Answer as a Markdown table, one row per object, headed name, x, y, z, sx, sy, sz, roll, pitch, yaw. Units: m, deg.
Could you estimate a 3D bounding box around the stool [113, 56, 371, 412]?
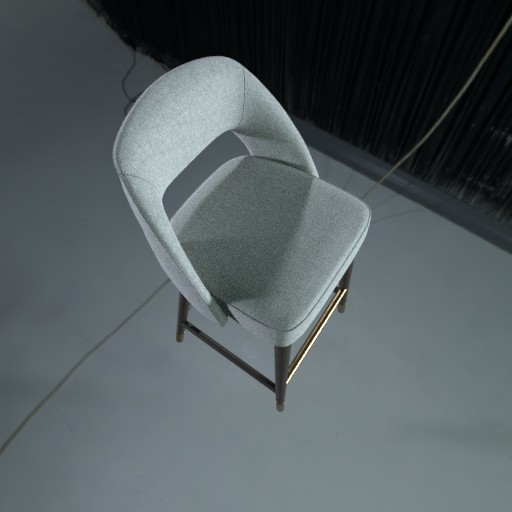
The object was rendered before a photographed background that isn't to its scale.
| name | x | y | z | sx | sy | sz | roll | pitch | yaw |
| --- | --- | --- | --- | --- | --- | --- | --- | --- | --- |
| stool | 0.000 | 0.000 | 1.242 | 0.509 | 0.940 | 0.494 | 30 | 63 | 17 |
